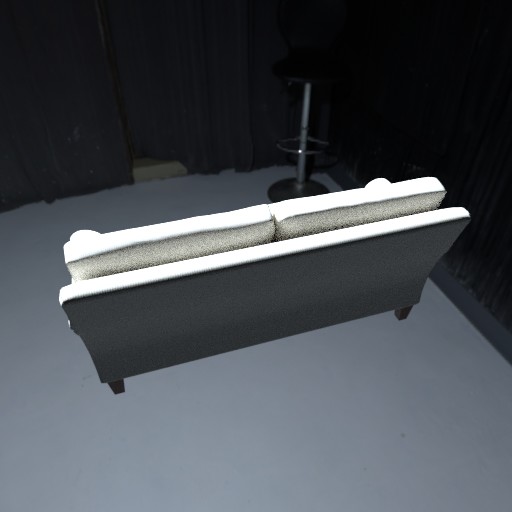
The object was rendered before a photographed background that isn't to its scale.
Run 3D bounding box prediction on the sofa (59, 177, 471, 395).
[{"bbox_3d":[0.000,0.000,2.790,2.159,1.087,1.086,-12,41,-13],"label":"sofa"}]
